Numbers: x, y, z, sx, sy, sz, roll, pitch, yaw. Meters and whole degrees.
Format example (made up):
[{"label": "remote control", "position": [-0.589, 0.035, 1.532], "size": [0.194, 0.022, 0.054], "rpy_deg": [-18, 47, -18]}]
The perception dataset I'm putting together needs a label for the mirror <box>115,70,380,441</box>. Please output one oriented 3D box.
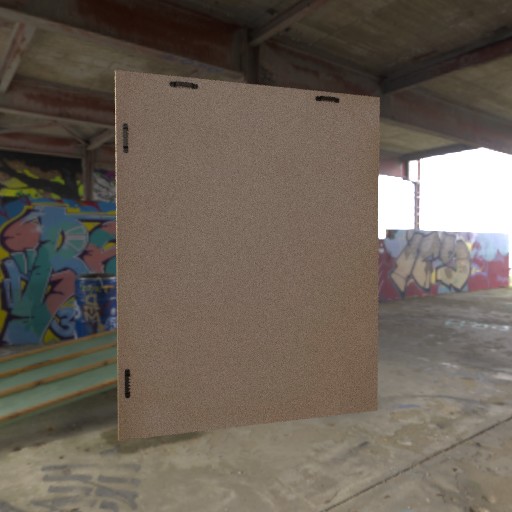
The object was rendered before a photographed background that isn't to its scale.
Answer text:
[{"label": "mirror", "position": [0.000, 0.000, 0.677], "size": [0.405, 0.508, 0.041], "rpy_deg": [0, 2, -16]}]
